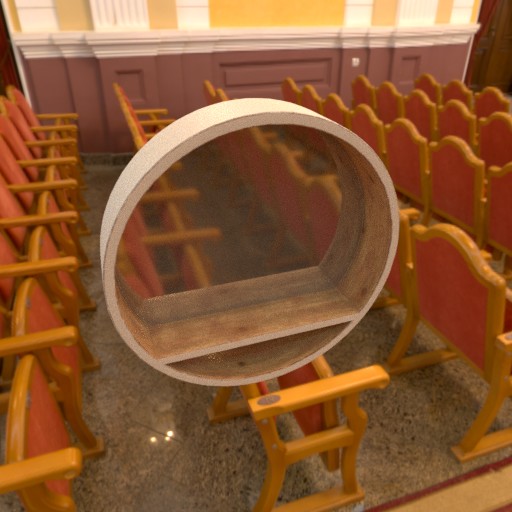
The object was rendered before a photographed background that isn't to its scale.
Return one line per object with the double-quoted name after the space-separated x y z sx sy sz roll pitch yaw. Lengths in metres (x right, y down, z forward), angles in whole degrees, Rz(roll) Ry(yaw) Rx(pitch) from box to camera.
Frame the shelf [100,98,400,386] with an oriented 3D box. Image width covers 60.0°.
0.000 0.000 1.223 0.806 0.807 0.158 -10 32 -16 "shelf"
